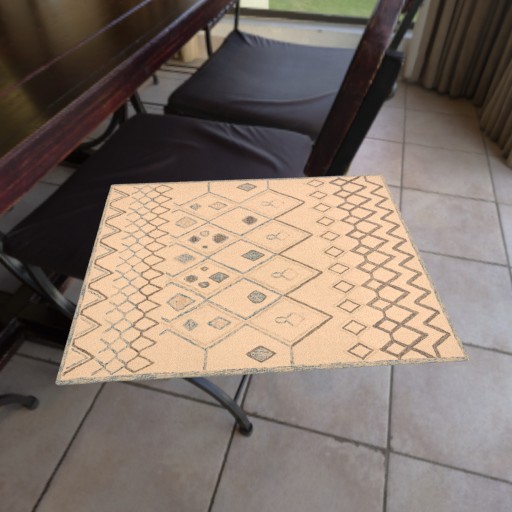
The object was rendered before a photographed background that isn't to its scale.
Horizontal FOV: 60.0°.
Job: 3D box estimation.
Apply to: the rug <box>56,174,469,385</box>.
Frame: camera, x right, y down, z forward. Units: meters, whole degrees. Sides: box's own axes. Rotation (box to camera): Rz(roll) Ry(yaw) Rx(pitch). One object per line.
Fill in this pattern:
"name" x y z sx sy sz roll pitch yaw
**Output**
"rug" 0.000 0.000 4.121 3.056 0.013 2.441 -3 45 -3
